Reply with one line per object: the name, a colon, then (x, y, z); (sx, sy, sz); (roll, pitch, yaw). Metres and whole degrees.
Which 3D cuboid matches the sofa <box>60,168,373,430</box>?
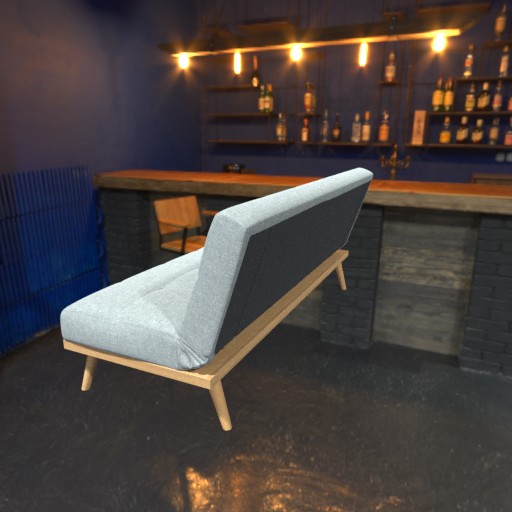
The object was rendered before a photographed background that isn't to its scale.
sofa: (0.000, 0.000, 2.278); (0.800, 0.800, 1.820); (7, 17, 25)
